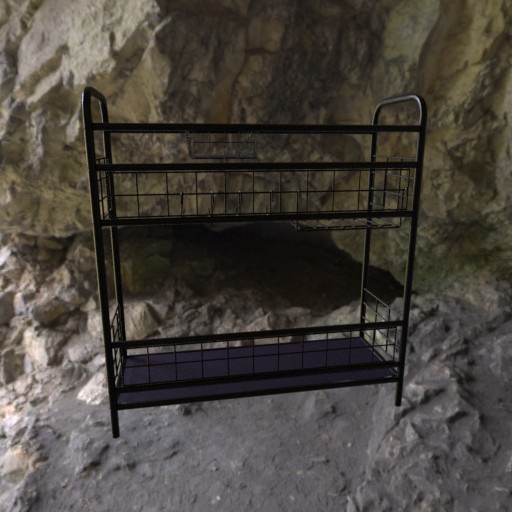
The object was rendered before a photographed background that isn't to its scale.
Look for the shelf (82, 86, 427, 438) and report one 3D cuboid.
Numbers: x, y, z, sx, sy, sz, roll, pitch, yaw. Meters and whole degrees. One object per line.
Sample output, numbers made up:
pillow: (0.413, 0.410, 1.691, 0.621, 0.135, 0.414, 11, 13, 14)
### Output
shelf: (0.000, 0.000, 1.477, 0.961, 1.026, 0.350, -3, 14, -10)
